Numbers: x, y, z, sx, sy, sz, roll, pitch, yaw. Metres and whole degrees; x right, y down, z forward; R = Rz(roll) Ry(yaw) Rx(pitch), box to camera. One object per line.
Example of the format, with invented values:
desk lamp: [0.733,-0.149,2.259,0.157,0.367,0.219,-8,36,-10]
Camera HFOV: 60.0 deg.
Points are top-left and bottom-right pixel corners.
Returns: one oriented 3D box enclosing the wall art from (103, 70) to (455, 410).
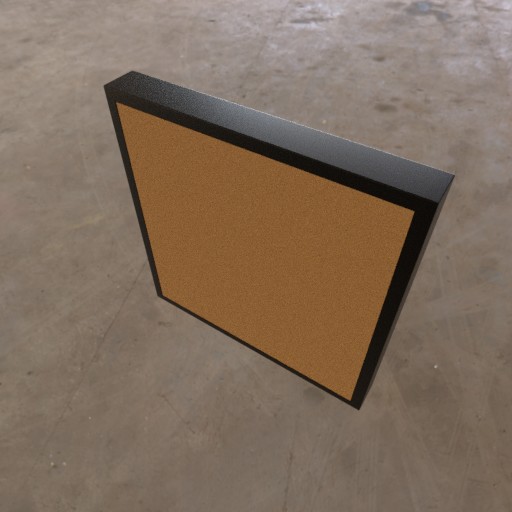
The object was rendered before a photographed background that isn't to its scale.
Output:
wall art: [0.000,0.000,0.455,0.299,0.299,0.037,25,51,22]
